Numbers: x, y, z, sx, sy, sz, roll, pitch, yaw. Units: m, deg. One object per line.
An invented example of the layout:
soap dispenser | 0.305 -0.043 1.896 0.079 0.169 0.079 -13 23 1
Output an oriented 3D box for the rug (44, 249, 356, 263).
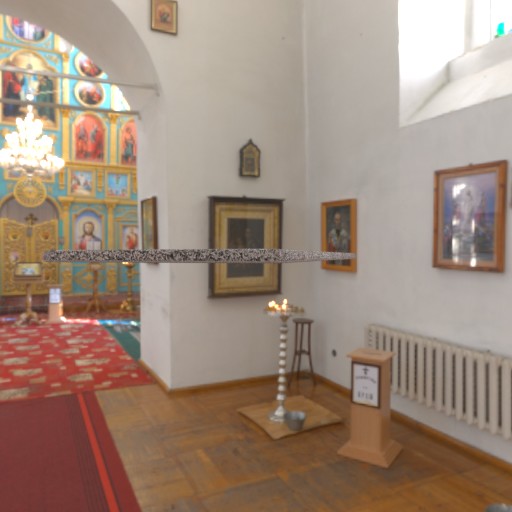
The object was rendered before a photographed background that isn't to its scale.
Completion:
rug | 0.000 0.000 1.715 0.609 0.030 1.524 0 0 18
